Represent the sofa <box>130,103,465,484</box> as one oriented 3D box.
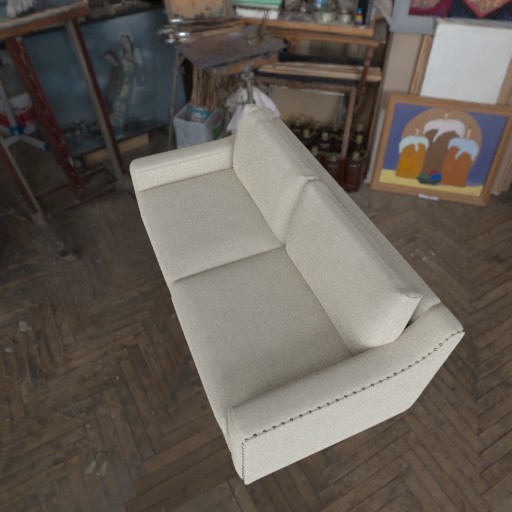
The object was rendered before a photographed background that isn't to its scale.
[{"bbox_3d":[0.000,0.000,2.680,1.104,0.983,2.107,-17,50,-15],"label":"sofa"}]
